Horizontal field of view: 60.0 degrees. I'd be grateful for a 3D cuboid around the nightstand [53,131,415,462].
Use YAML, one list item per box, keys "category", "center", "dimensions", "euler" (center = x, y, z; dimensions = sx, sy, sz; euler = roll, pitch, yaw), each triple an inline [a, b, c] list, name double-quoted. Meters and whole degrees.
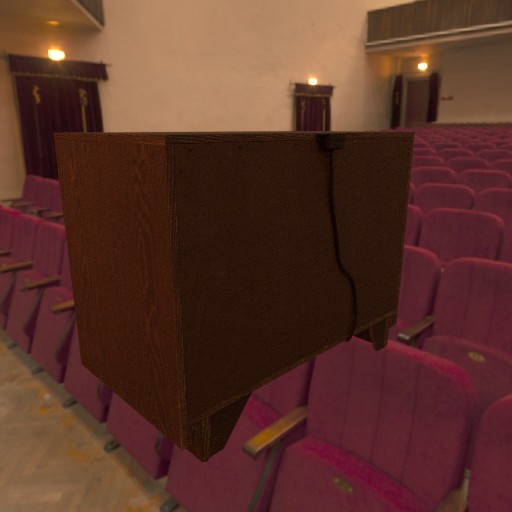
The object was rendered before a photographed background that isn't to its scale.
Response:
- category: "nightstand"
  center: [0.000, 0.000, 1.136]
  dimensions: [0.775, 0.612, 0.457]
  euler: [-15, 22, -42]
